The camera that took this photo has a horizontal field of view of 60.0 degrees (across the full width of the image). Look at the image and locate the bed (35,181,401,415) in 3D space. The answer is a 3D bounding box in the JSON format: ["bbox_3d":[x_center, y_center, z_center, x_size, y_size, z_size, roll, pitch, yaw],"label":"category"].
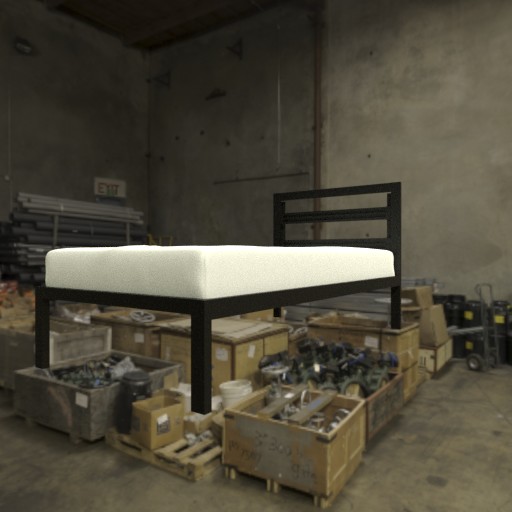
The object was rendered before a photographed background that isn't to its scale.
[{"bbox_3d":[0.000,0.000,2.432,0.991,0.967,1.930,0,0,36],"label":"bed"}]
